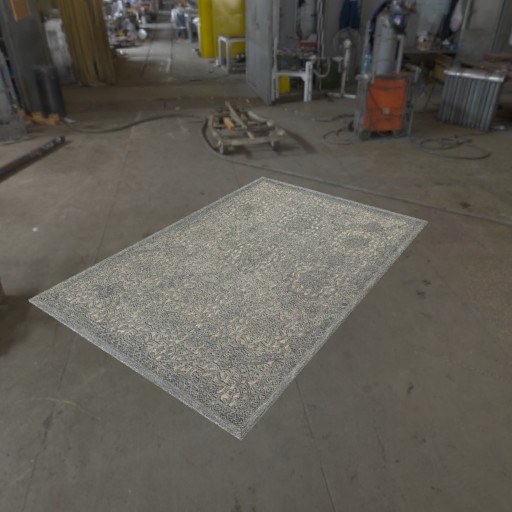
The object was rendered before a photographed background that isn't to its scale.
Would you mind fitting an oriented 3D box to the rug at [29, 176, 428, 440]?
[{"bbox_3d":[0.000,0.000,2.319,1.208,0.012,1.819,21,38,30],"label":"rug"}]
